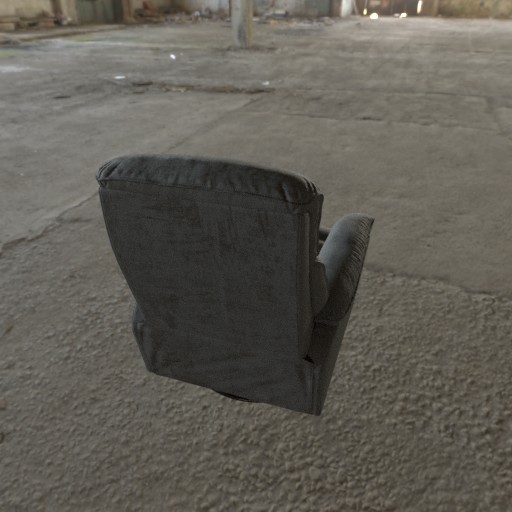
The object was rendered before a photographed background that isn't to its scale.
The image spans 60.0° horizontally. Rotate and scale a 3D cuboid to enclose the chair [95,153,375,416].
[{"bbox_3d":[0.000,0.000,1.723,0.820,1.037,1.004,10,32,16],"label":"chair"}]
